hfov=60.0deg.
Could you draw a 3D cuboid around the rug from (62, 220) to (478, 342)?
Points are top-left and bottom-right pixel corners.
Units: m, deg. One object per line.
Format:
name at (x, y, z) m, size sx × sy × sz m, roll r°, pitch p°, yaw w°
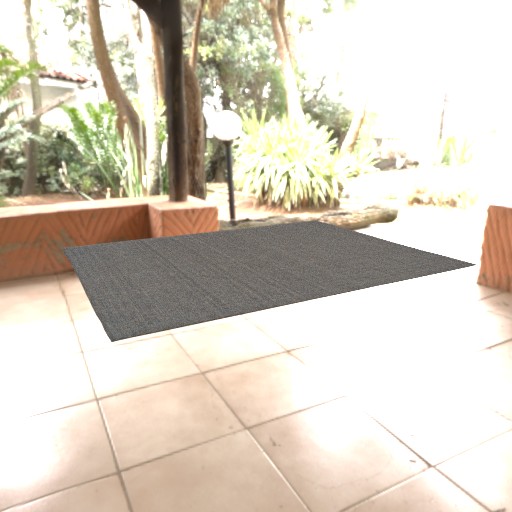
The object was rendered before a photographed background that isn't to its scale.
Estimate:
rug at (0.000, 0.000, 4.252) m, size 3.200 × 0.007 × 2.443 m, roll -8°, pitch 17°, yaw -28°
